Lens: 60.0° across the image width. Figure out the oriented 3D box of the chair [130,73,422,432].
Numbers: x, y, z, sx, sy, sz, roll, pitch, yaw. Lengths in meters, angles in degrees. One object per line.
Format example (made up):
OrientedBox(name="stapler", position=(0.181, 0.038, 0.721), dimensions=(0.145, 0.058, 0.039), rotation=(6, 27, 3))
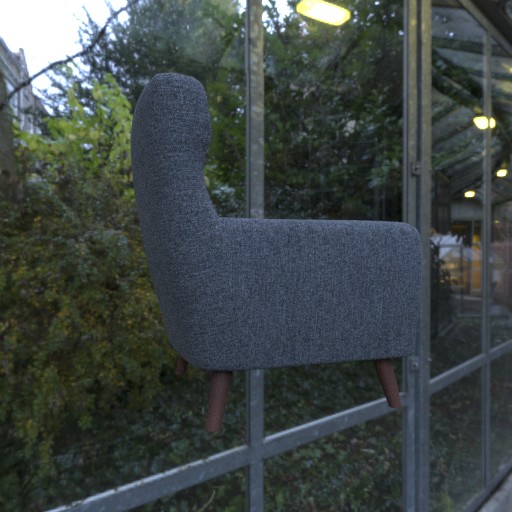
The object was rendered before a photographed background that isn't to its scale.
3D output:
OrientedBox(name="chair", position=(0.000, 0.000, 1.735), dimensions=(0.940, 1.039, 0.889), rotation=(0, 0, -18))
